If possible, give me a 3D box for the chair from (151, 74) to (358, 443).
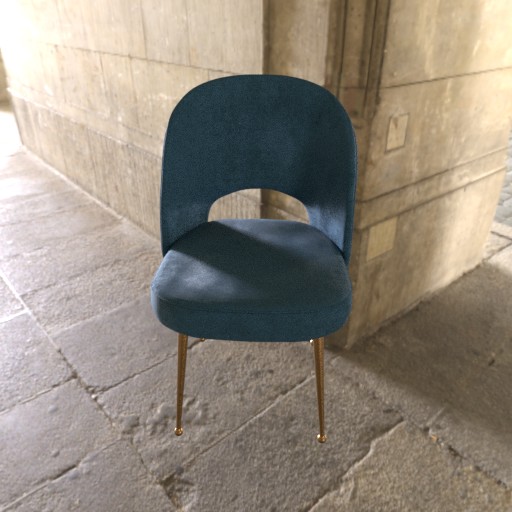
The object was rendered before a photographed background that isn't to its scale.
[{"bbox_3d":[0.000,0.000,1.216,0.527,0.860,0.577,2,29,3],"label":"chair"}]
